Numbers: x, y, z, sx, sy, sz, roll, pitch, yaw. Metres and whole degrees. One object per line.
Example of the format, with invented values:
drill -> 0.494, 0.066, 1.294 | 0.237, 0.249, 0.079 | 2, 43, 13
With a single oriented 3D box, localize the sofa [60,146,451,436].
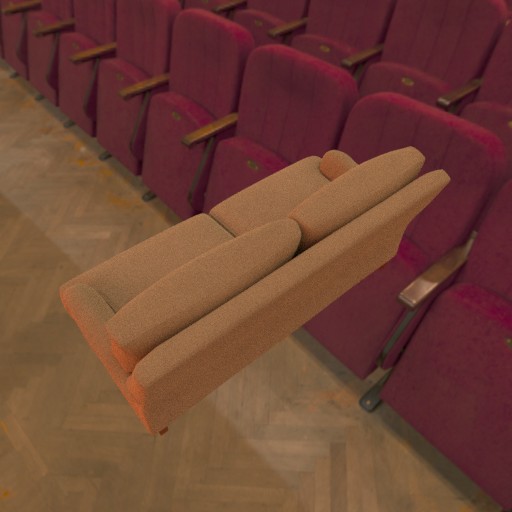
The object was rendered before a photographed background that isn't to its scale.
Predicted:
sofa -> 0.000, 0.000, 2.632 | 2.070, 0.997, 1.091 | -31, 54, -27
